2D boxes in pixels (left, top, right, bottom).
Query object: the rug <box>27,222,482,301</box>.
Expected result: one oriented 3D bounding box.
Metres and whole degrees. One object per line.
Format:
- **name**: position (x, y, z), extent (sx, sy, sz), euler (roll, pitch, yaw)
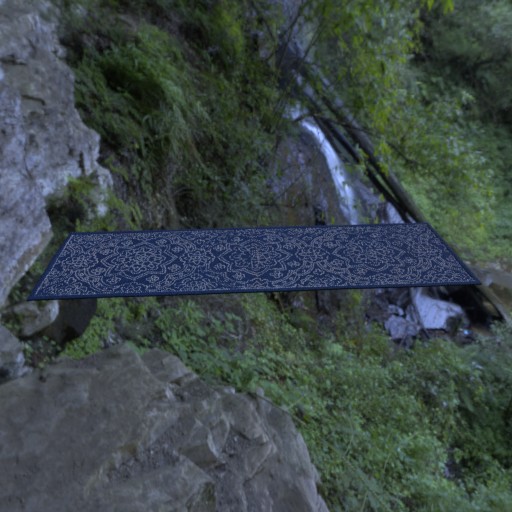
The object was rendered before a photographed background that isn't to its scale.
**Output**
- **rug**: position (0.000, 0.000, 2.693), extent (2.448, 0.012, 0.769), euler (-2, 30, -3)
